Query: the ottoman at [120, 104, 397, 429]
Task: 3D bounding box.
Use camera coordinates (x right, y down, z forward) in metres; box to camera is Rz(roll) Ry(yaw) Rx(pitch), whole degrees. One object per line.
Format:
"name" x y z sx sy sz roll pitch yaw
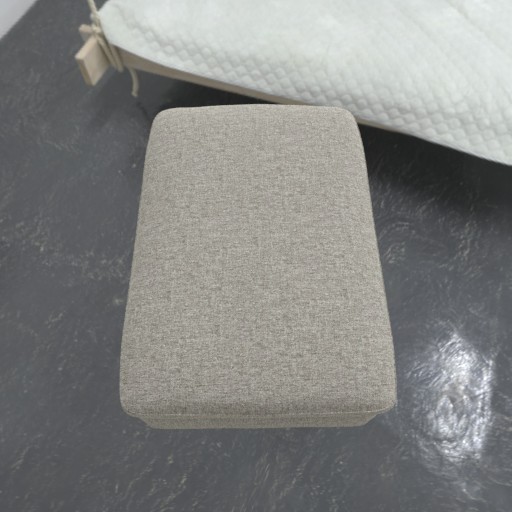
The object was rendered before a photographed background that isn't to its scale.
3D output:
"ottoman" 0.000 0.000 1.372 0.694 0.451 0.977 -1 63 0
